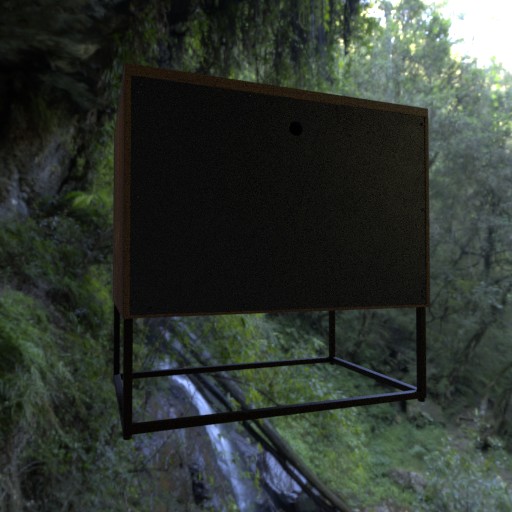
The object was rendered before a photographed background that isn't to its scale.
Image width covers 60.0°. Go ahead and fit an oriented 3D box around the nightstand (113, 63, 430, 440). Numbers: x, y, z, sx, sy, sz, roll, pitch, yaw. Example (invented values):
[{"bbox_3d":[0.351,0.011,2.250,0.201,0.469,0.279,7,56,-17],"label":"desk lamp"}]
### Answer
[{"bbox_3d":[0.000,0.000,1.016,0.610,0.610,0.437,1,-1,-20],"label":"nightstand"}]
